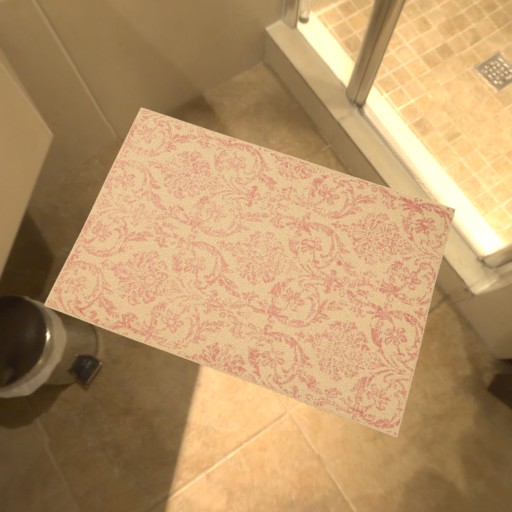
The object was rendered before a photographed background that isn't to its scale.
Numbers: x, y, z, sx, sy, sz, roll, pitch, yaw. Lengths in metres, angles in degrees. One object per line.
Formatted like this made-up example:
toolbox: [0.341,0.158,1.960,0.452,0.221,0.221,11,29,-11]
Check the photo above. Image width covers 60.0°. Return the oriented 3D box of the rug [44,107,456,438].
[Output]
rug: [0.000,0.000,3.442,2.746,0.018,1.819,19,75,5]
